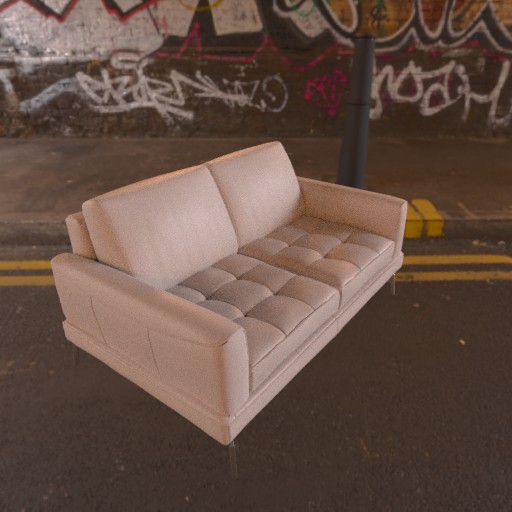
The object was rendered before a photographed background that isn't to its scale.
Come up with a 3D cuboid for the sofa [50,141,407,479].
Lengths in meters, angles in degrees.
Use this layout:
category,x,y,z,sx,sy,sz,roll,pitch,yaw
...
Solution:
category,x,y,z,sx,sy,sz,roll,pitch,yaw
sofa,0.000,0.000,2.457,1.121,0.930,1.819,19,33,32
